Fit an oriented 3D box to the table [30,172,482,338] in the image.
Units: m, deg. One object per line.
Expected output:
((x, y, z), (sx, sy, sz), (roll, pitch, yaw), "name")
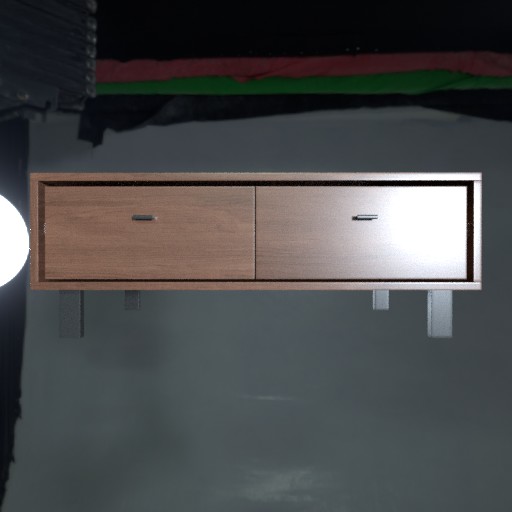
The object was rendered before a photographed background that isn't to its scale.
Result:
((0.000, 0.000, 1.280), (1.020, 0.380, 0.600), (0, 0, 0), "table")
